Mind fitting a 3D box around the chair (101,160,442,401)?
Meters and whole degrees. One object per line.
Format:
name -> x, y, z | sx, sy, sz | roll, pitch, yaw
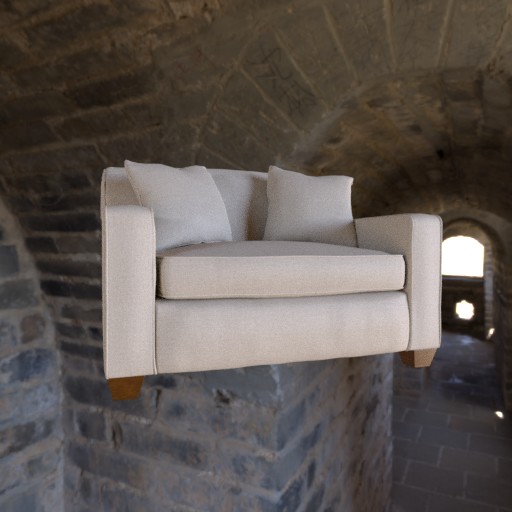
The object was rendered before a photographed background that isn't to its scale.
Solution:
chair -> 0.000, 0.000, 2.095 | 1.383, 0.948, 1.000 | 0, 1, -19
